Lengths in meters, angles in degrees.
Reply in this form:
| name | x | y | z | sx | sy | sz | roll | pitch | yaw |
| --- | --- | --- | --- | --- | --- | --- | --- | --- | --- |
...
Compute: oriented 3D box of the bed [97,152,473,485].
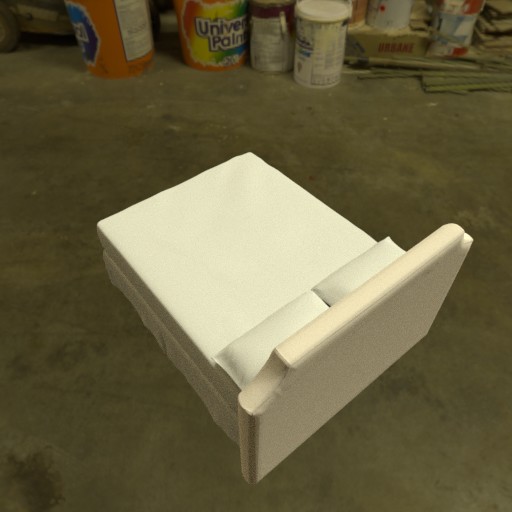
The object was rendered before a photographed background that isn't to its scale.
| name | x | y | z | sx | sy | sz | roll | pitch | yaw |
| --- | --- | --- | --- | --- | --- | --- | --- | --- | --- |
| bed | 0.000 | 0.000 | 3.282 | 1.828 | 1.297 | 2.164 | -31 | 54 | -25 |
